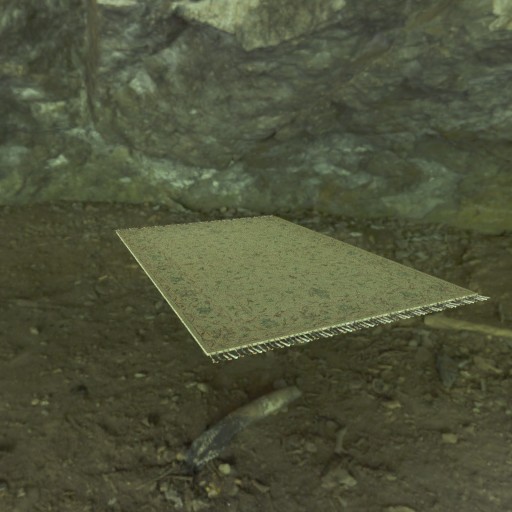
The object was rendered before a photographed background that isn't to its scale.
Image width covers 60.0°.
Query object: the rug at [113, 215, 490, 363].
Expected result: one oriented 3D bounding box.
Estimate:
[{"bbox_3d":[0.000,0.000,3.023,1.544,0.010,2.435,-8,18,-24],"label":"rug"}]
